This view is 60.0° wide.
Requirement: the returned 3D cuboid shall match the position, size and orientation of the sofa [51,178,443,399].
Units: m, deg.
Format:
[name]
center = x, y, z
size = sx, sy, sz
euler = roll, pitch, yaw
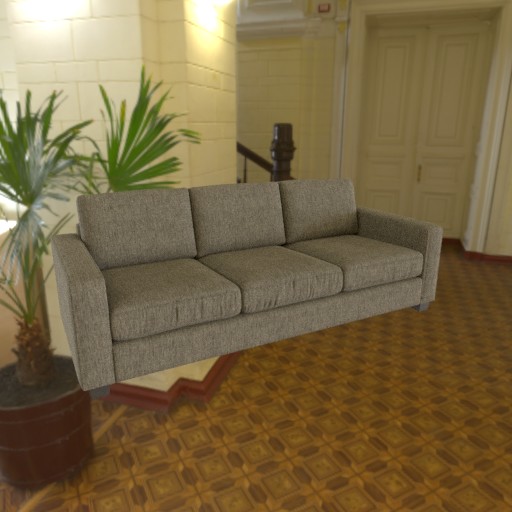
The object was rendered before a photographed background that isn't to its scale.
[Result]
[sofa]
center = 0.000, 0.000, 2.647
size = 2.160, 0.800, 0.900
euler = -9, 19, -27
